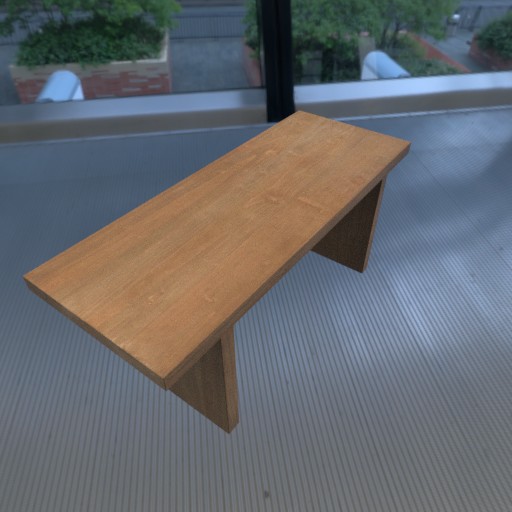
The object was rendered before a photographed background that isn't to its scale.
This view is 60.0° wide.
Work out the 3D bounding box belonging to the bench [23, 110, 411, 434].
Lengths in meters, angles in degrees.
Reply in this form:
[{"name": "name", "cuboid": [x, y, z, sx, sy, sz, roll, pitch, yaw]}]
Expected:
[{"name": "bench", "cuboid": [0.000, 0.000, 1.425, 0.458, 0.458, 1.183, 26, 47, 27]}]
